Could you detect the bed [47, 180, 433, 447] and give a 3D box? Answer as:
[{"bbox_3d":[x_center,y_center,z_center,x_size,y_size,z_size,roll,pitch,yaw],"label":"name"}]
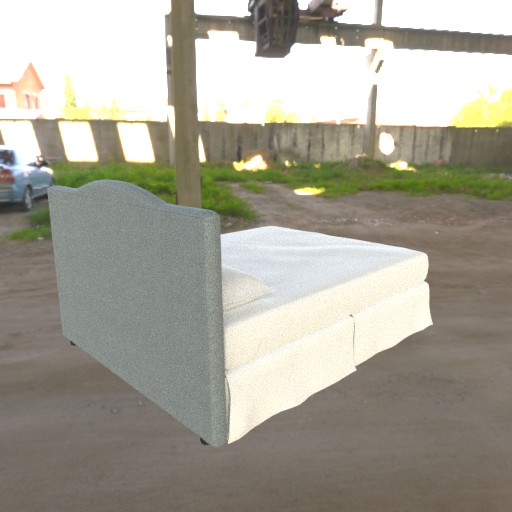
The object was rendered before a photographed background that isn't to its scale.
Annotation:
[{"bbox_3d":[0.000,0.000,3.900,2.689,1.457,2.161,-13,19,-43],"label":"bed"}]
